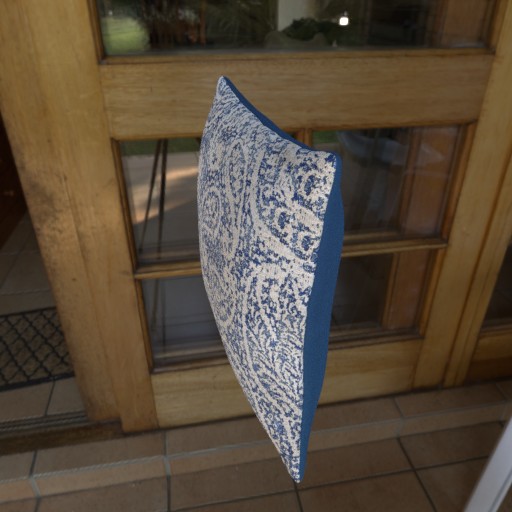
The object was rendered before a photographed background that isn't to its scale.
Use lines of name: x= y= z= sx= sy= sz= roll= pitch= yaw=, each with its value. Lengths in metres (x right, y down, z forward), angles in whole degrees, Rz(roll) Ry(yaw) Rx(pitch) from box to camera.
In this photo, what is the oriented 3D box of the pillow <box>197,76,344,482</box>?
pillow: x=0.000 y=0.000 z=0.760 sx=0.166 sy=0.510 sz=0.523 roll=-8 pitch=31 yaw=-14
